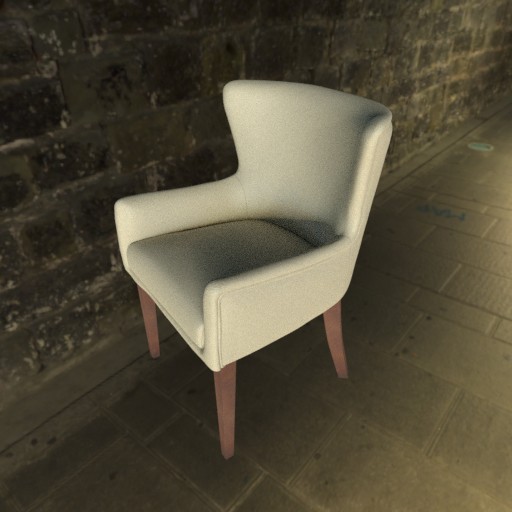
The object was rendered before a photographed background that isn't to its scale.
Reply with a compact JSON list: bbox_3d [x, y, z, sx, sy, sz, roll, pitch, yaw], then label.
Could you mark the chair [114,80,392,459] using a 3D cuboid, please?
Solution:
[{"bbox_3d":[0.000,0.000,1.415,0.686,0.952,0.660,-20,37,-30],"label":"chair"}]
